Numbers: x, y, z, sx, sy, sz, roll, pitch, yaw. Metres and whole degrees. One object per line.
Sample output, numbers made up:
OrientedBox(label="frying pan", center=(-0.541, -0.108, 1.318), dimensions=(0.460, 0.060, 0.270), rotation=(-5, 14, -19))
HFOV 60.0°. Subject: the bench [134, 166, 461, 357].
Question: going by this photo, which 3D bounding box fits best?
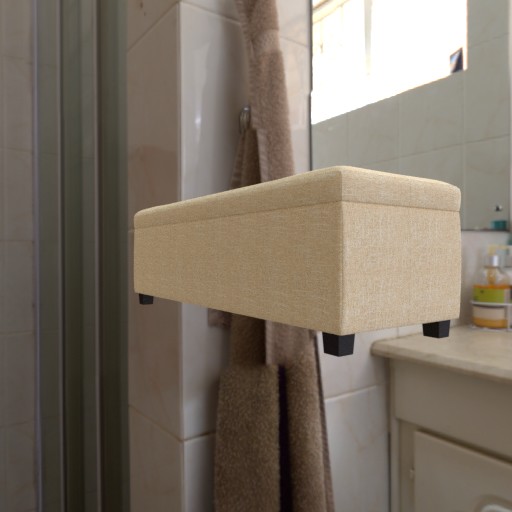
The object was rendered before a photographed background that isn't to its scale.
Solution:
OrientedBox(label="bench", center=(0.000, 0.000, 1.493), dimensions=(0.432, 0.406, 1.219), rotation=(0, 0, -35))
